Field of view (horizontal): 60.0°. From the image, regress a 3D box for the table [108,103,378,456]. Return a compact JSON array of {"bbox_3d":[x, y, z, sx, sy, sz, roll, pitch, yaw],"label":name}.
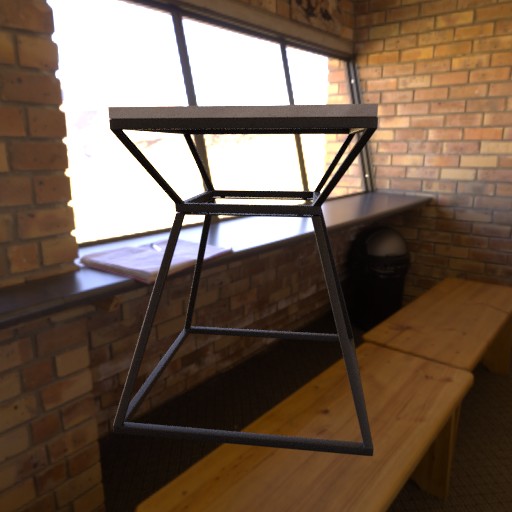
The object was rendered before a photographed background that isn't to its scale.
[{"bbox_3d":[0.000,0.000,0.915,0.455,0.559,0.455,2,14,8],"label":"table"}]
